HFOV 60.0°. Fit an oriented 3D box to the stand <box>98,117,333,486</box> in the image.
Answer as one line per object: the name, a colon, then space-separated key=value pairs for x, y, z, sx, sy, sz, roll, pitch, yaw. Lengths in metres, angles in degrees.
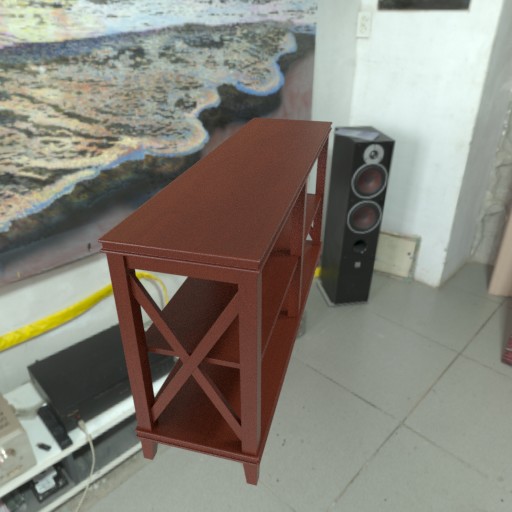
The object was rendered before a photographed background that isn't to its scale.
stand: x=0.000 y=0.000 z=1.725 sx=0.381 sy=0.762 sz=1.372 roll=7 pitch=30 yaw=13
